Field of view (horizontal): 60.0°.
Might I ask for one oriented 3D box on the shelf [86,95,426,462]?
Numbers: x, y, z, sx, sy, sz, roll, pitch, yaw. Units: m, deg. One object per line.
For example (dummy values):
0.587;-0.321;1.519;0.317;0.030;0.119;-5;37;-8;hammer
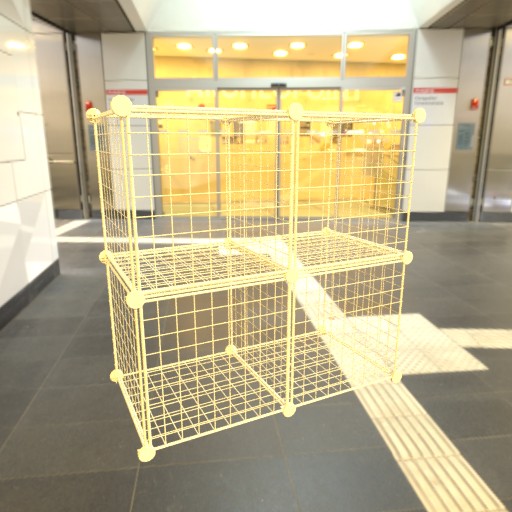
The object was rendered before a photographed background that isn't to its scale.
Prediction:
0.000;0.000;1.122;0.711;0.711;0.356;-7;16;-26;shelf
